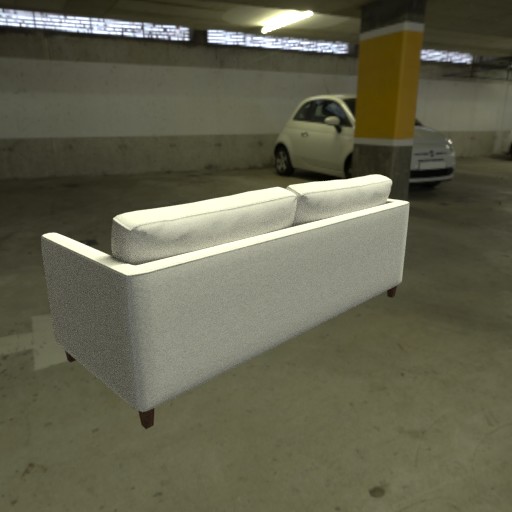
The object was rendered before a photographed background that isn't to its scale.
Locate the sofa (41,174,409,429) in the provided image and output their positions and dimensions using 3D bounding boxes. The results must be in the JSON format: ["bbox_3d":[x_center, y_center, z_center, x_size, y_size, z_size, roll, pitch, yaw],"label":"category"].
[{"bbox_3d":[0.000,0.000,2.904,2.361,0.962,0.951,-16,23,-42],"label":"sofa"}]
